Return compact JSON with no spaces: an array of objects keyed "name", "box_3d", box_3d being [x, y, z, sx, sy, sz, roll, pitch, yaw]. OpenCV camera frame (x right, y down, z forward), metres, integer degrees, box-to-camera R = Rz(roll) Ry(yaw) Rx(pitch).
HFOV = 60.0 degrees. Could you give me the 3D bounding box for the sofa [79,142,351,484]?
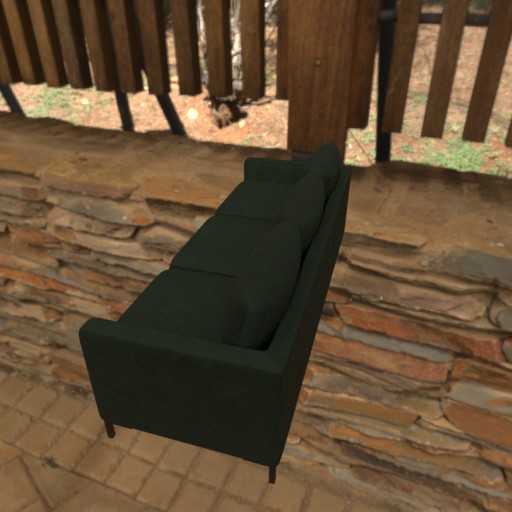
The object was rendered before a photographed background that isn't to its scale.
[{"name":"sofa","box_3d":[0.000,0.000,2.654,0.859,0.870,2.218,9,32,14]}]
